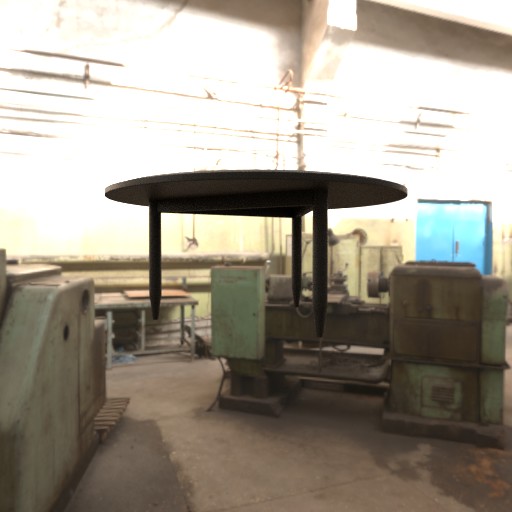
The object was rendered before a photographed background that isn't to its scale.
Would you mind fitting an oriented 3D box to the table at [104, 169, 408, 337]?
[{"bbox_3d":[0.000,0.000,1.393,0.900,0.400,0.900,0,1,0],"label":"table"}]
